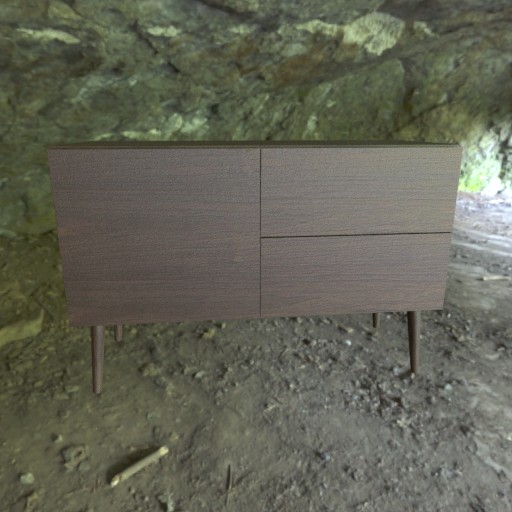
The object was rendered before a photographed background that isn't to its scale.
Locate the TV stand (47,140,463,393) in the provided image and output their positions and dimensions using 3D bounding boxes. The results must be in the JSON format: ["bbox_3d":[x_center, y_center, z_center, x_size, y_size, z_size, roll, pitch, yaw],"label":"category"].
[{"bbox_3d":[0.000,0.000,1.330,0.990,0.660,0.405,-2,16,-6],"label":"TV stand"}]
